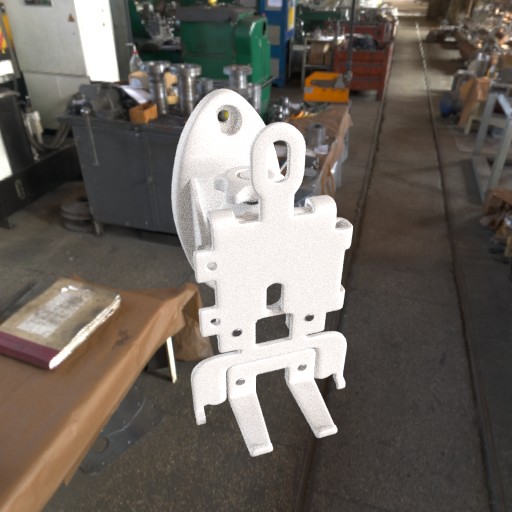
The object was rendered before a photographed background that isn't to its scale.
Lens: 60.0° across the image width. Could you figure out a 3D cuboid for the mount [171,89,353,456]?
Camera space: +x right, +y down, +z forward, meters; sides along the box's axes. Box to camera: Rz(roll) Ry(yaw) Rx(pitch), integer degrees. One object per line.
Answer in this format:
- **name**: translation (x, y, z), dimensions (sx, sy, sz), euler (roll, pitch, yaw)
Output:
- **mount**: translation (0.000, 0.000, 0.177), dimensions (0.066, 0.118, 0.100), euler (-9, 34, -14)
